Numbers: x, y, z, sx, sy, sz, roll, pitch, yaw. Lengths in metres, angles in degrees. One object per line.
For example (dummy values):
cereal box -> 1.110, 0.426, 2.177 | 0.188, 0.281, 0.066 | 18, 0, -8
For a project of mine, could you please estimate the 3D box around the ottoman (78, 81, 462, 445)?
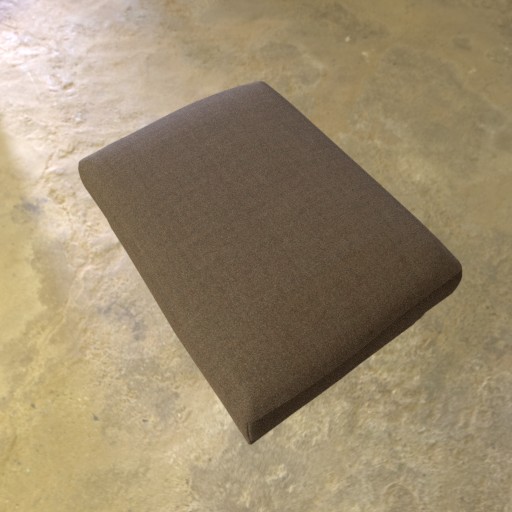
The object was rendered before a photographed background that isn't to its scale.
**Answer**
ottoman -> 0.000, 0.000, 1.209 | 0.599, 0.555, 0.809 | -31, 63, -17
